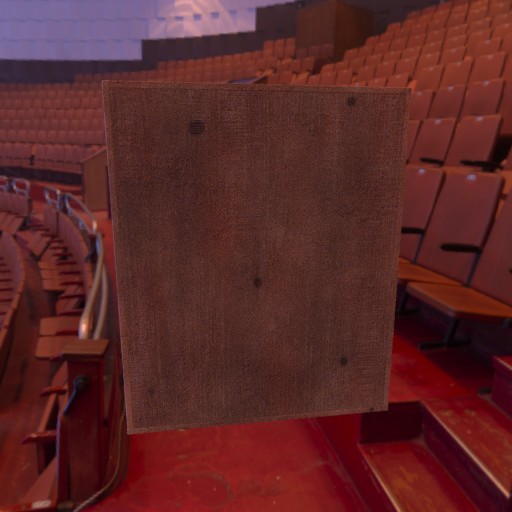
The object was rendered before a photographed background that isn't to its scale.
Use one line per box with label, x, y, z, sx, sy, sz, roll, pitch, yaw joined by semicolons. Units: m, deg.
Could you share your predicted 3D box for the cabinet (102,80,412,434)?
cabinet;0.000;0.000;0.844;0.489;0.590;0.184;-2;13;-9
